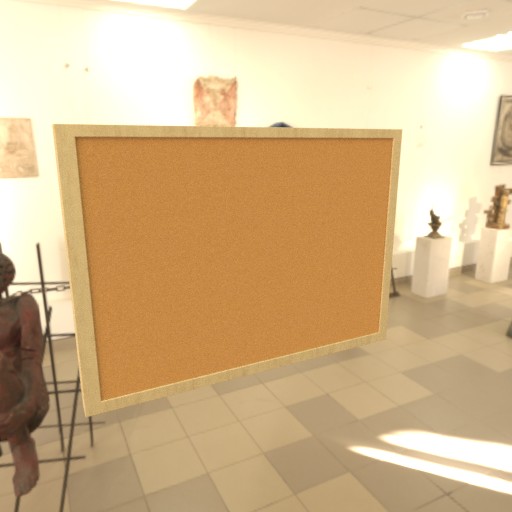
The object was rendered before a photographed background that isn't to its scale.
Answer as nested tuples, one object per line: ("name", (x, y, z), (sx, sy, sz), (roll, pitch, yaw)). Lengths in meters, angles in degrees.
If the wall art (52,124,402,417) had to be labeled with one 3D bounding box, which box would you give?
("wall art", (0.000, 0.000, 0.682), (0.532, 0.380, 0.032), (-7, 16, -26))
